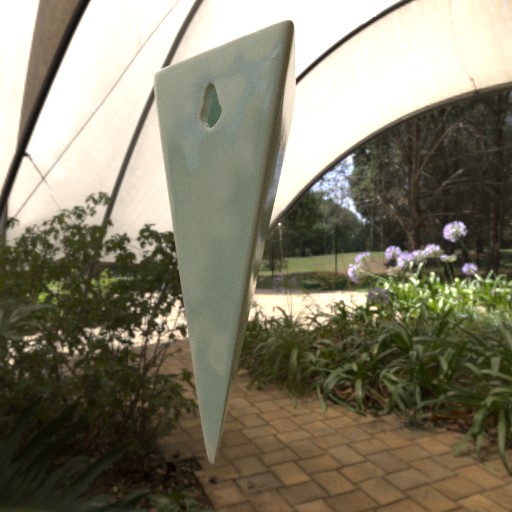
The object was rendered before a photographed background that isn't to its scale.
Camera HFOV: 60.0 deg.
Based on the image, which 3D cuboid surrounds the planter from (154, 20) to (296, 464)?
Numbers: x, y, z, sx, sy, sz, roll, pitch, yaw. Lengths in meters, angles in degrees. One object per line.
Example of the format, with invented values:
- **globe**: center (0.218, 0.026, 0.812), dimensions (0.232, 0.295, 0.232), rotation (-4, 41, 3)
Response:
- **planter**: center (0.000, 0.000, 0.214), dimensions (0.080, 0.178, 0.064), rotation (0, 0, 38)
